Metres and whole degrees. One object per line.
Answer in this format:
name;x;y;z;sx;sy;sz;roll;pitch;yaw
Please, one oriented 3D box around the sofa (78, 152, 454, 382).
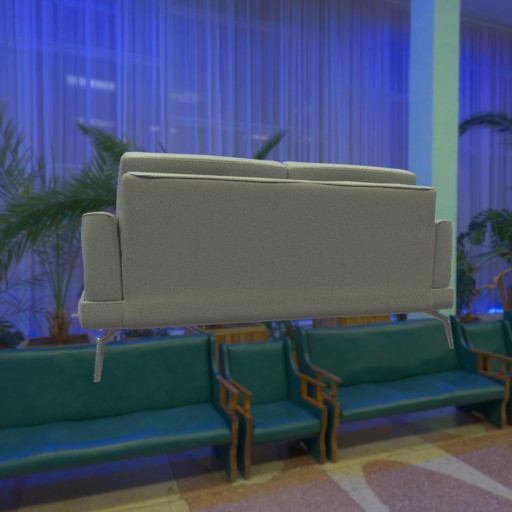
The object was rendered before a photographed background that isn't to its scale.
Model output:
sofa;0.000;0.000;2.462;1.819;0.930;1.121;0;2;-19
